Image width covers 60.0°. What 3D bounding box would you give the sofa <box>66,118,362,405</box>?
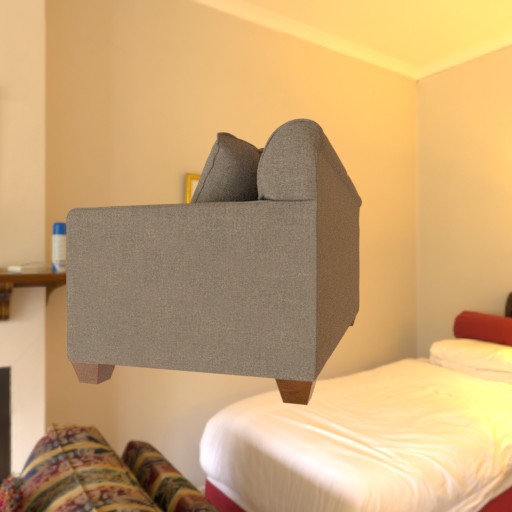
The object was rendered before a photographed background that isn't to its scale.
[{"bbox_3d":[0.000,0.000,2.388,1.000,0.958,1.846,0,0,17],"label":"sofa"}]
